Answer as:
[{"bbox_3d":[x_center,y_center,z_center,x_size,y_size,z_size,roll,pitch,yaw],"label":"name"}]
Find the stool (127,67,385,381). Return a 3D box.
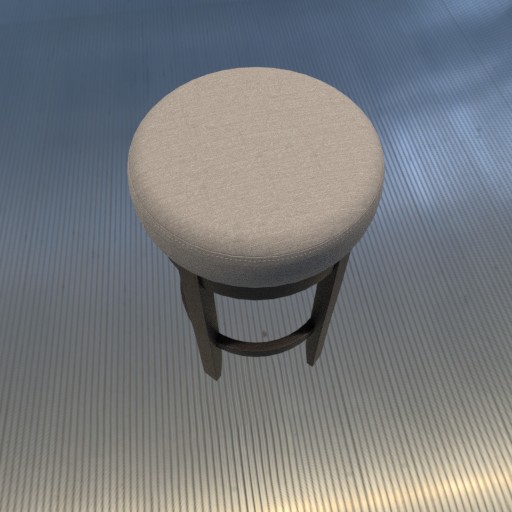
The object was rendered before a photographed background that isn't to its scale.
[{"bbox_3d":[0.000,0.000,1.042,0.443,0.757,0.443,0,59,0],"label":"stool"}]
